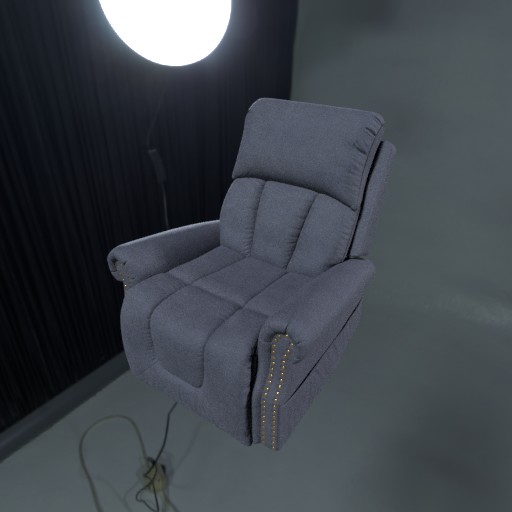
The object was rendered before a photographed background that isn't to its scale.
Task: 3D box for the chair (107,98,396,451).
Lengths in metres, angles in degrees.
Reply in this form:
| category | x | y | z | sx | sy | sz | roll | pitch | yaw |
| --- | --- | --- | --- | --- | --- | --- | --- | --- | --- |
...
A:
| category | x | y | z | sx | sy | sz | roll | pitch | yaw |
| --- | --- | --- | --- | --- | --- | --- | --- | --- | --- |
| chair | 0.000 | 0.000 | 1.752 | 0.871 | 1.031 | 0.979 | 19 | 35 | 30 |
